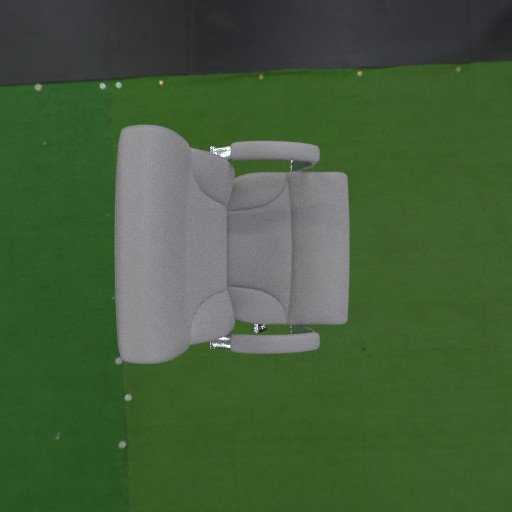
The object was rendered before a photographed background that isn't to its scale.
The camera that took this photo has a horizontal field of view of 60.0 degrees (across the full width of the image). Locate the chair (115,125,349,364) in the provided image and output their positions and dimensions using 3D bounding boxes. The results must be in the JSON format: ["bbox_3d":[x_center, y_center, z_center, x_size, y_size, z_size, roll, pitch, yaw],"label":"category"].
[{"bbox_3d":[0.000,0.000,1.565,0.745,1.099,0.727,0,90,0],"label":"chair"}]
